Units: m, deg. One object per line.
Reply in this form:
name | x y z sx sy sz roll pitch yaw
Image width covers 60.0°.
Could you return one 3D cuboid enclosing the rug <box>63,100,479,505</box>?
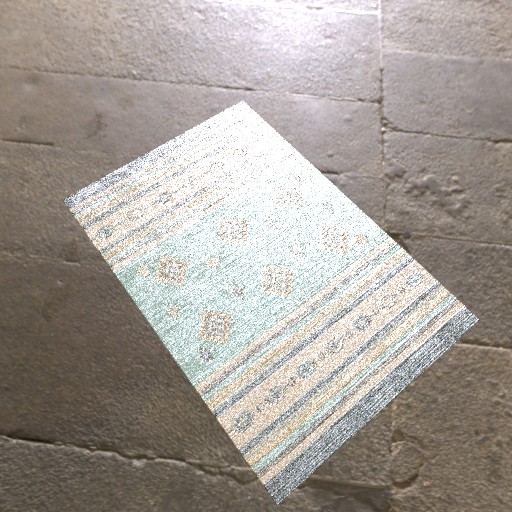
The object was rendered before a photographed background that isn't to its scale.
rug | 0.000 0.000 2.215 1.212 0.010 1.811 -35 67 -17
